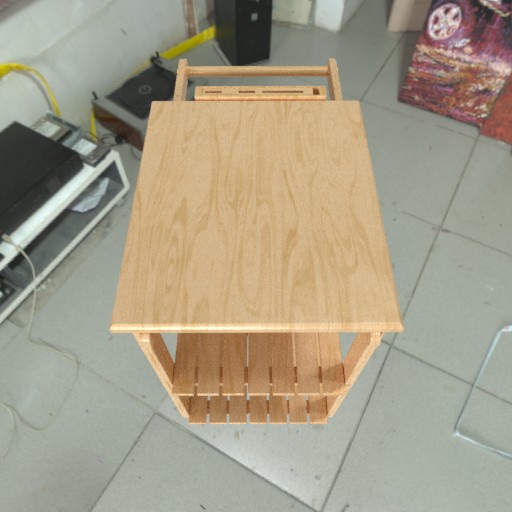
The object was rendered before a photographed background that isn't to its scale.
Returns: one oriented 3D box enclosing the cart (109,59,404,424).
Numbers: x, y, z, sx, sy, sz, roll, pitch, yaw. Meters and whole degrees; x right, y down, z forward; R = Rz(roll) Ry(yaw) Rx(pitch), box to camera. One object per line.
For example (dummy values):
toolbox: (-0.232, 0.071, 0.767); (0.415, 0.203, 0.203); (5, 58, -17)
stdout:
cart: (0.000, 0.000, 1.331); (0.520, 0.816, 0.843); (0, 57, 0)
